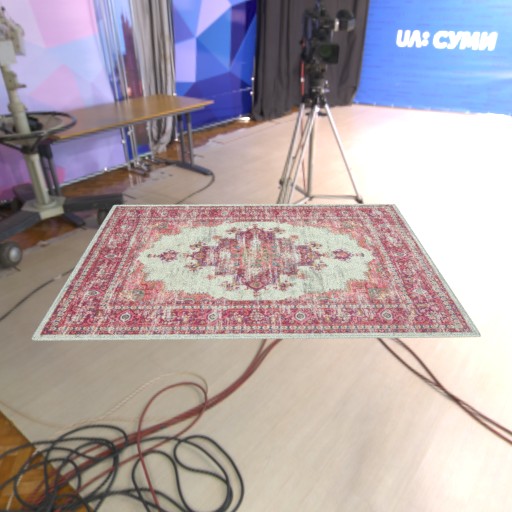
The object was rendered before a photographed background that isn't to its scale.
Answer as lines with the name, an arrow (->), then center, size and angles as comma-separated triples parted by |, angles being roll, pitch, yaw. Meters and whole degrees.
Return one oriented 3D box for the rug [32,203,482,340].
rug -> 0.000, 0.000, 2.849 | 2.232, 0.011, 1.555 | 0, 32, -1
